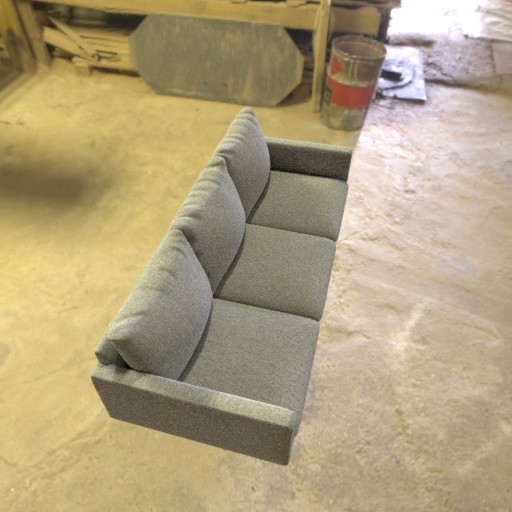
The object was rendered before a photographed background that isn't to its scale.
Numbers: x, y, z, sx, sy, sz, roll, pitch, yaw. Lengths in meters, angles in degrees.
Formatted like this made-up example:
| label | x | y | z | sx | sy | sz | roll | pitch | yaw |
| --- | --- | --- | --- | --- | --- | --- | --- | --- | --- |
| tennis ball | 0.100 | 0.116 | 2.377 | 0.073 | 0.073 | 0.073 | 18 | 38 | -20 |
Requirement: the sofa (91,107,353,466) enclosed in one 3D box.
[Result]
| label | x | y | z | sx | sy | sz | roll | pitch | yaw |
| --- | --- | --- | --- | --- | --- | --- | --- | --- | --- |
| sofa | 0.000 | 0.000 | 2.482 | 0.850 | 0.830 | 2.000 | 11 | 46 | 11 |
